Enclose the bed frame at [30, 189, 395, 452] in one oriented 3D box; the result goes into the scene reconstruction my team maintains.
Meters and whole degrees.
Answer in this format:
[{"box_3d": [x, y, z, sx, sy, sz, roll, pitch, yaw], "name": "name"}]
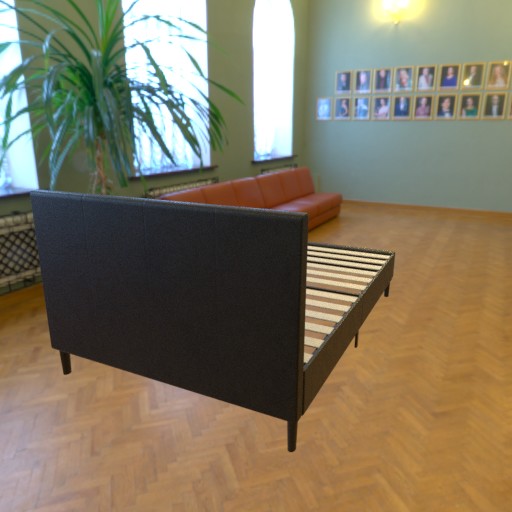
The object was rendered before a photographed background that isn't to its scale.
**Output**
[{"box_3d": [0.000, 0.000, 2.974, 1.469, 1.046, 2.152, 8, 18, 26], "name": "bed frame"}]
